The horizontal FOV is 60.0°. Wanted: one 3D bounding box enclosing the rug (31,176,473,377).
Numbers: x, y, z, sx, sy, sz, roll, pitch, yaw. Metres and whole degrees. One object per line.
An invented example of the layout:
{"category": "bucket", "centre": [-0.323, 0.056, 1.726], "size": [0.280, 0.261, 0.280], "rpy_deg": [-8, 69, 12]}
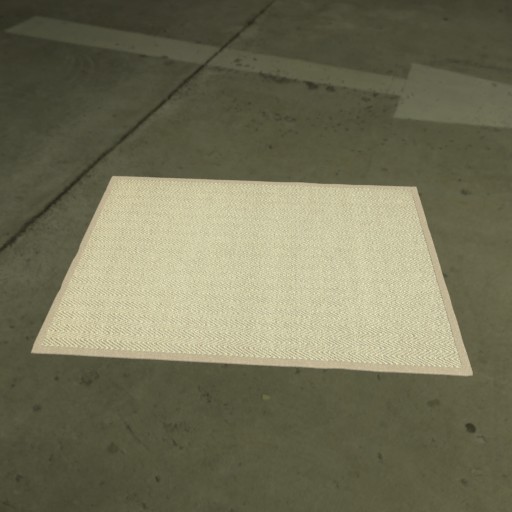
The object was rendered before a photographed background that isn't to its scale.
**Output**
{"category": "rug", "centre": [0.000, 0.000, 2.806], "size": [2.290, 0.021, 1.540], "rpy_deg": [2, 47, 2]}
